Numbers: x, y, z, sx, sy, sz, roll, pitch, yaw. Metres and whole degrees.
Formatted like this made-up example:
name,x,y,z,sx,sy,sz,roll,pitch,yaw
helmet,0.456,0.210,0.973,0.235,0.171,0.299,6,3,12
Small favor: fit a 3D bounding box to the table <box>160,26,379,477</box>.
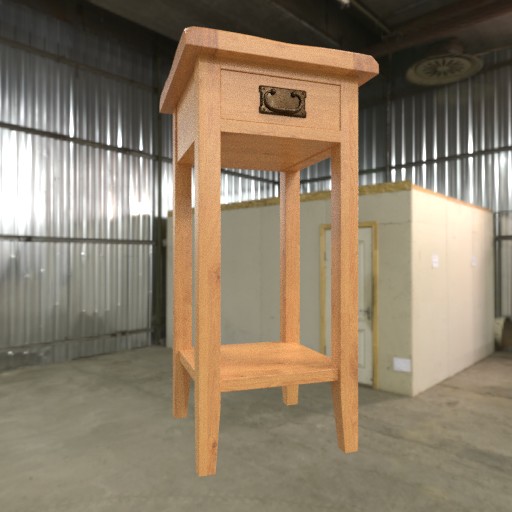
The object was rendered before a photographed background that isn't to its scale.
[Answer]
name,x,y,z,sx,sy,sz,roll,pitch,yaw
table,0.000,0.000,0.935,0.360,0.740,0.360,0,0,-19
